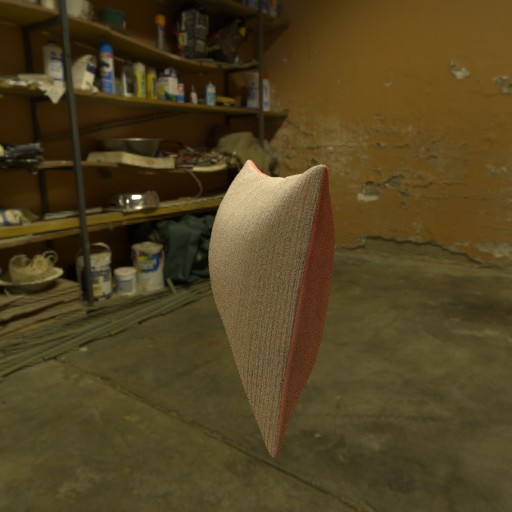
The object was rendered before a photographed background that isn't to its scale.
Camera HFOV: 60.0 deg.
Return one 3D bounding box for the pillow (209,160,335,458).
[{"bbox_3d":[0.000,0.000,0.734,0.155,0.307,0.608,-2,13,-7],"label":"pillow"}]
